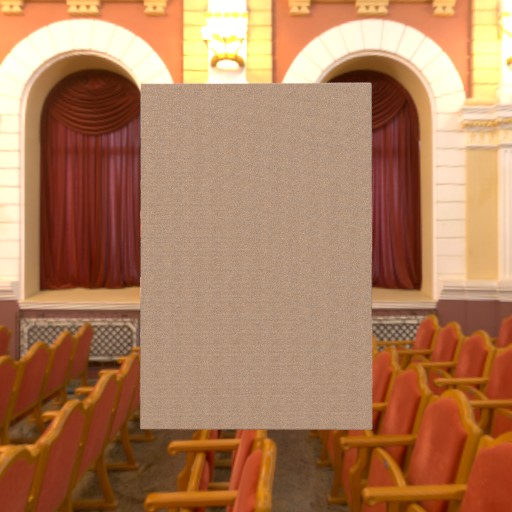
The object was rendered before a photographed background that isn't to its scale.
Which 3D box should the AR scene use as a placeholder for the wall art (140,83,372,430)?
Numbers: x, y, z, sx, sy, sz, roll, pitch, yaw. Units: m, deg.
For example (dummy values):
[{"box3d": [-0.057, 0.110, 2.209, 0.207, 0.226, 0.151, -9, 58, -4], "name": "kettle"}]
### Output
[{"box3d": [0.000, 0.000, 1.192, 0.609, 0.911, 0.061, 0, 0, 0], "name": "wall art"}]
